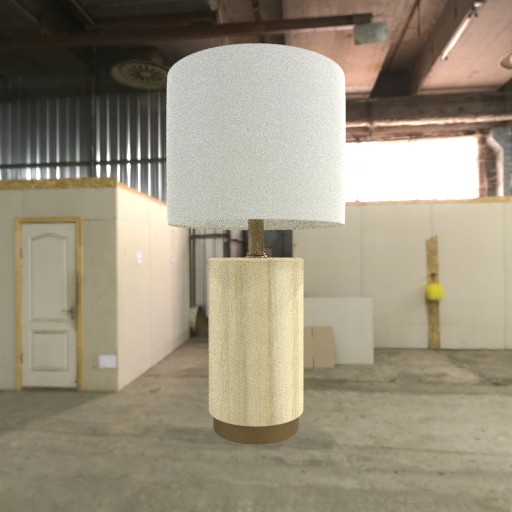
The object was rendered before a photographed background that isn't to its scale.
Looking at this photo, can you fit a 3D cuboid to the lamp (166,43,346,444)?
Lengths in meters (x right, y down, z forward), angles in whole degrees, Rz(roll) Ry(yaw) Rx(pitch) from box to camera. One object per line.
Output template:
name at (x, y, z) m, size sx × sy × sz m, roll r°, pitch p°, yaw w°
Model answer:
lamp at (0.000, 0.000, 0.576) m, size 0.228 × 0.444 × 0.228 m, roll 0°, pitch 1°, yaw 35°
